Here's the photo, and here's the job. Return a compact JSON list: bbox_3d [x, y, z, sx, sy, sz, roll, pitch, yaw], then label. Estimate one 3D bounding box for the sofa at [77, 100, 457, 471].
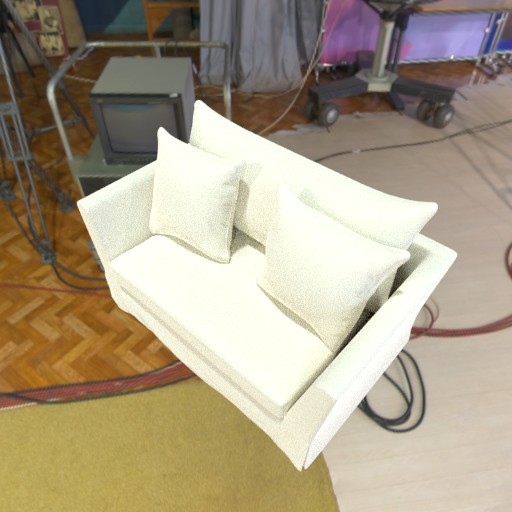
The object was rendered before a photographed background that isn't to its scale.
[{"bbox_3d":[0.000,0.000,2.278,1.608,1.039,1.026,33,54,28],"label":"sofa"}]
